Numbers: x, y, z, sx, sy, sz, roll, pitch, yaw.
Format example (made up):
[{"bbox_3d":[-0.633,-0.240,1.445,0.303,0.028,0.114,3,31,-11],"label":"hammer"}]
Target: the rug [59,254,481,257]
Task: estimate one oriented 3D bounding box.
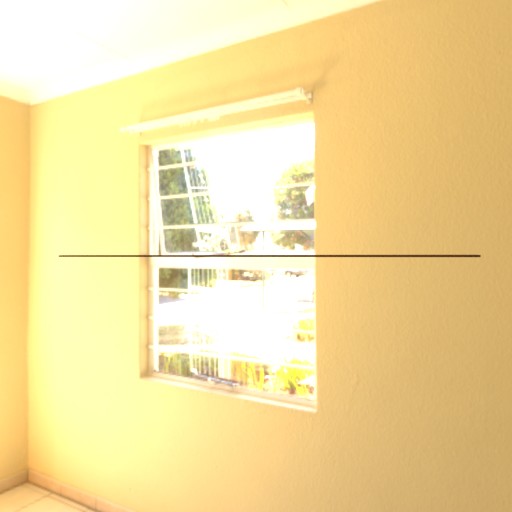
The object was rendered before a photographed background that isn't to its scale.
[{"bbox_3d":[0.000,0.000,2.771,2.448,0.012,0.769,0,0,21],"label":"rug"}]
